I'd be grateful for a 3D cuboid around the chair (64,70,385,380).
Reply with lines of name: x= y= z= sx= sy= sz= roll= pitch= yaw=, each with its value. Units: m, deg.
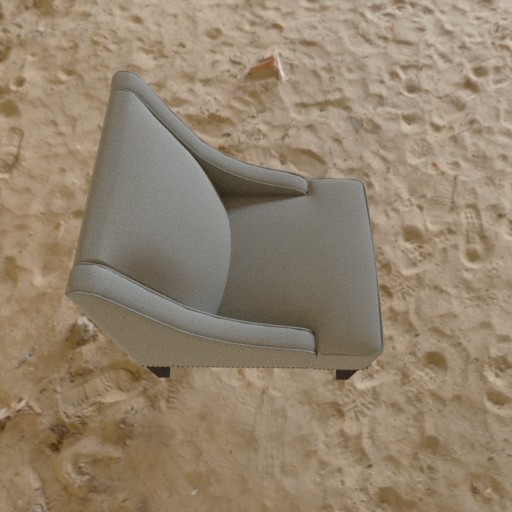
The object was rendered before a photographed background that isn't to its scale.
chair: x=0.000 y=0.000 z=1.349 sx=0.737 sy=0.864 sz=0.610 roll=1 pitch=64 yaw=0
